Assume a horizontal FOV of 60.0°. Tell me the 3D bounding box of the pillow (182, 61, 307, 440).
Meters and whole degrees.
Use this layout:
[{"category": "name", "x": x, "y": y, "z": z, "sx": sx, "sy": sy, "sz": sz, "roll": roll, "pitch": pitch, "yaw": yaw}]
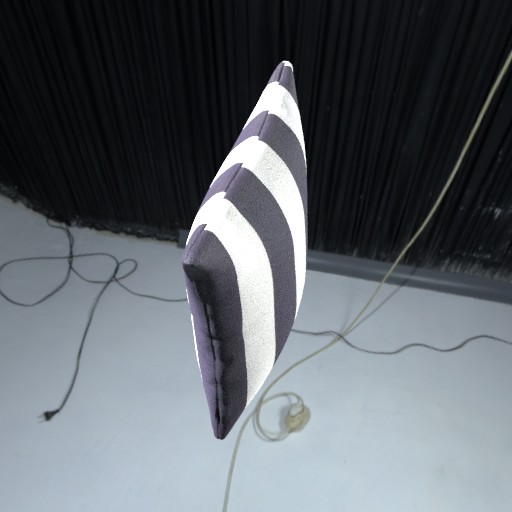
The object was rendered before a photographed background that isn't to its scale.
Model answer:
[{"category": "pillow", "x": 0.000, "y": 0.000, "z": 0.833, "sx": 0.189, "sy": 0.526, "sz": 0.536, "roll": 10, "pitch": 47, "yaw": 9}]
